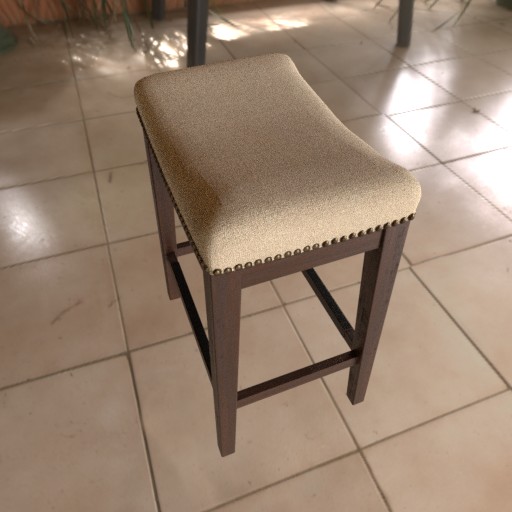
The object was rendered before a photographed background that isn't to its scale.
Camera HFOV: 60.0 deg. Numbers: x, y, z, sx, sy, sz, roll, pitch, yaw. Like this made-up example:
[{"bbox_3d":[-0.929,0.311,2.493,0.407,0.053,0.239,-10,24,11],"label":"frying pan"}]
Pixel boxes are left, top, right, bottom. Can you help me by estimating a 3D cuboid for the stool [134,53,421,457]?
[{"bbox_3d":[0.000,0.000,0.959,0.363,0.669,0.509,-16,48,-15],"label":"stool"}]
